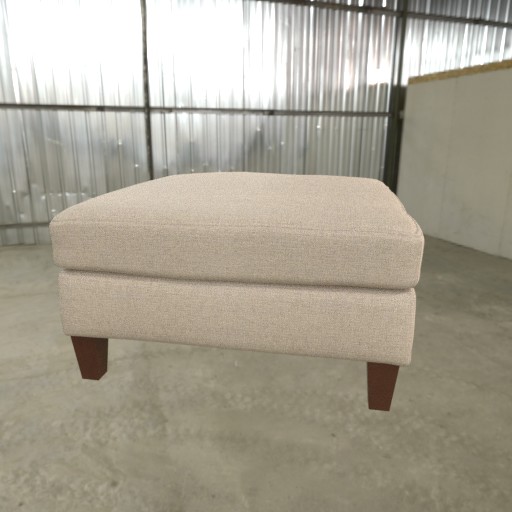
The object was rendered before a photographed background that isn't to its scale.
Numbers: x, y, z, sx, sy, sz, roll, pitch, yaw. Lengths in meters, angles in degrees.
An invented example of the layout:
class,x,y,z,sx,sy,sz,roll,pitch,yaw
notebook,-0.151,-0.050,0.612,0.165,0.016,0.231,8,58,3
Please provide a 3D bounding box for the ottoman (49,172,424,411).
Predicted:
class,x,y,z,sx,sy,sz,roll,pitch,yaw
ottoman,0.000,0.000,1.370,0.838,0.481,0.838,3,16,10
